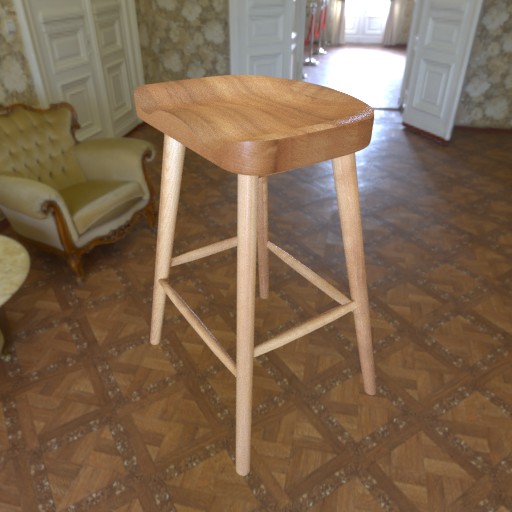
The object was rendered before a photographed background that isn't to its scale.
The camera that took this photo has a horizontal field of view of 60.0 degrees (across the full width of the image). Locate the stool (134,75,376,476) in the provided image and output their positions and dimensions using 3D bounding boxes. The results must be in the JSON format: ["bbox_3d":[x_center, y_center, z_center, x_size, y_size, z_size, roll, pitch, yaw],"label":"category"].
[{"bbox_3d":[0.000,0.000,0.889,0.361,0.615,0.440,-20,37,-28],"label":"stool"}]
